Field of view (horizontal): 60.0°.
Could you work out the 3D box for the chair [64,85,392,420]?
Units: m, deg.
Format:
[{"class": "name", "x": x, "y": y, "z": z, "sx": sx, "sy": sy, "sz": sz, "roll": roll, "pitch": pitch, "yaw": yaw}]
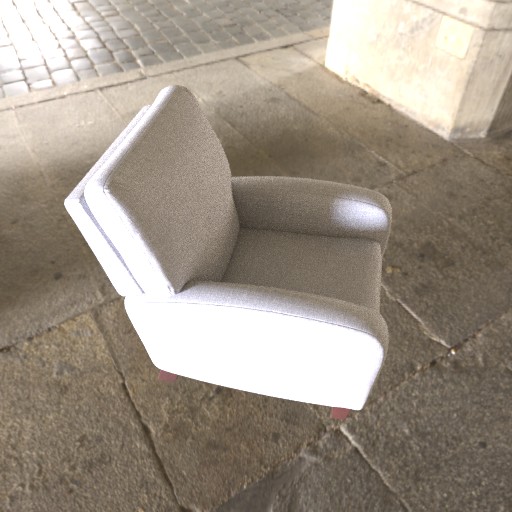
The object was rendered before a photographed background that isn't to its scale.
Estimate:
[{"class": "chair", "x": 0.000, "y": 0.000, "z": 1.664, "sx": 0.990, "sy": 0.990, "sz": 0.762, "roll": 9, "pitch": 47, "yaw": 9}]
